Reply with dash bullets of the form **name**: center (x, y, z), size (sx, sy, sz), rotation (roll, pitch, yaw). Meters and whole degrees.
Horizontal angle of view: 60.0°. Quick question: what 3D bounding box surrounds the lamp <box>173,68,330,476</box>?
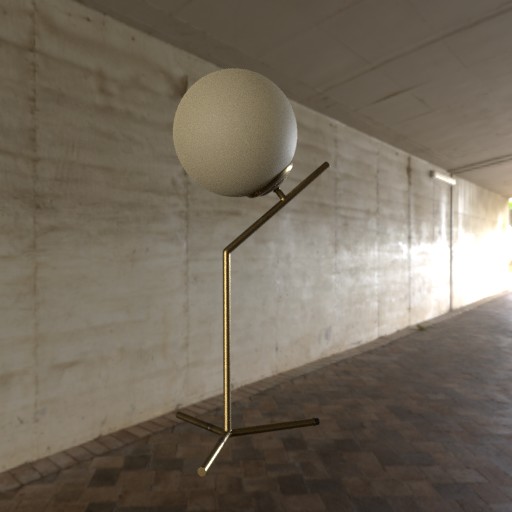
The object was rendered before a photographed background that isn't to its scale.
- **lamp**: center (0.000, 0.000, 0.683), size (0.251, 0.552, 0.210), rotation (0, 1, -18)
